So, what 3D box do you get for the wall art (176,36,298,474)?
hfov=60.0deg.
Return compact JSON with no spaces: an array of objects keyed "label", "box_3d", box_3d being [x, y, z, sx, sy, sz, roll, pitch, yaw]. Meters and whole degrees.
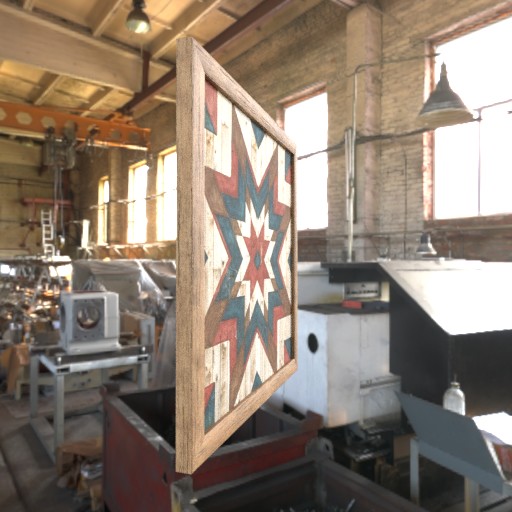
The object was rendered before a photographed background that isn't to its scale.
[{"label":"wall art","box_3d":[0.000,0.000,1.030,0.029,0.691,0.695,0,0,19]}]
